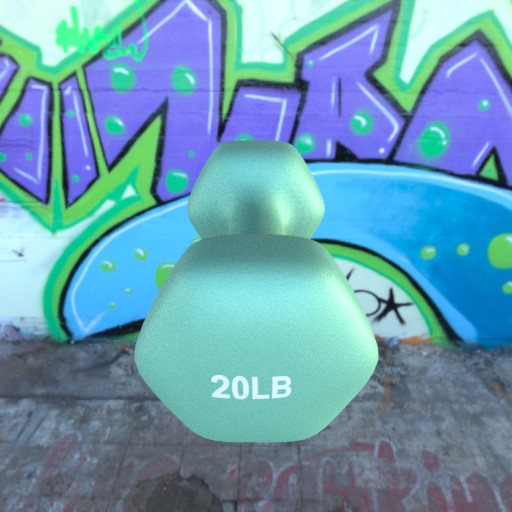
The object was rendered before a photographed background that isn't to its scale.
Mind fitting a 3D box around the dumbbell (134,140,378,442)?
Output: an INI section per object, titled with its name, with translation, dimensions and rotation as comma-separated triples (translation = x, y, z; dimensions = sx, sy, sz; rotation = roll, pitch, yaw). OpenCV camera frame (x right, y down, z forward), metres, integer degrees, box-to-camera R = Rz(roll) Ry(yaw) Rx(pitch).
[dumbbell]
translation = 0.000, 0.000, 0.326
dimensions = 0.129, 0.117, 0.260
rotation = 0, 28, 0
